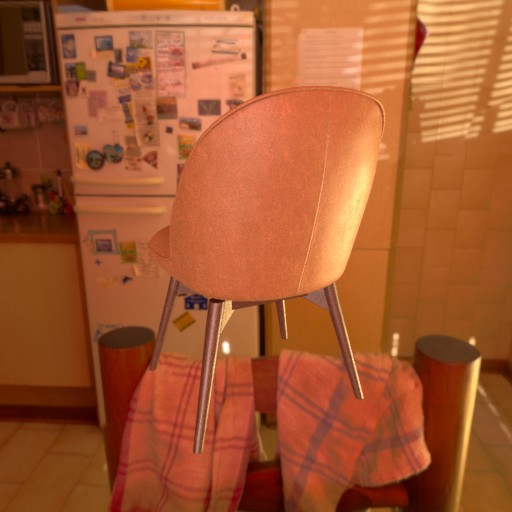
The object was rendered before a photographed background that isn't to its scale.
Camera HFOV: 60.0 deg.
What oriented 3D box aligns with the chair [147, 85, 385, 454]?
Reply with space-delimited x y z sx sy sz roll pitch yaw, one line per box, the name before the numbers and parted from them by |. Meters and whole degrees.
chair | 0.000 0.000 1.224 0.521 0.831 0.631 -8 18 -26
